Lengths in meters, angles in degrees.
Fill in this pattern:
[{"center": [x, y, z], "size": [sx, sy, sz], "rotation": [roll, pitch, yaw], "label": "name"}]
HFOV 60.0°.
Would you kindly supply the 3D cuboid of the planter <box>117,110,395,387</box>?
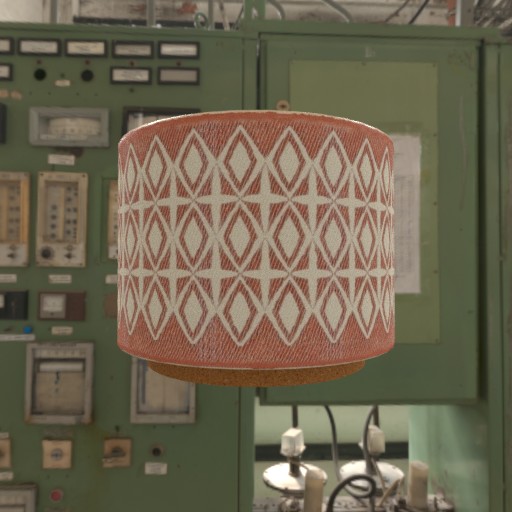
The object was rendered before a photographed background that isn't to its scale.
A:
[{"center": [0.000, 0.000, 0.322], "size": [0.192, 0.148, 0.192], "rotation": [0, -1, 0], "label": "planter"}]
